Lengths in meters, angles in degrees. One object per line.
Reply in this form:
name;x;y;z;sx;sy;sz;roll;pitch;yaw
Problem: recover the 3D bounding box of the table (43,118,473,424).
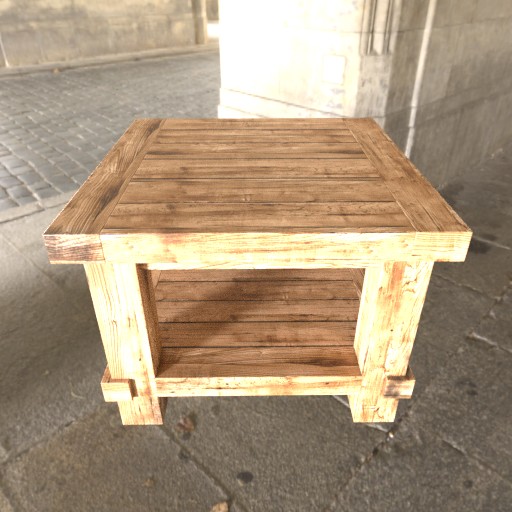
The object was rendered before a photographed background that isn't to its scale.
table;0.000;0.000;1.006;0.610;0.457;0.610;0;32;-1
